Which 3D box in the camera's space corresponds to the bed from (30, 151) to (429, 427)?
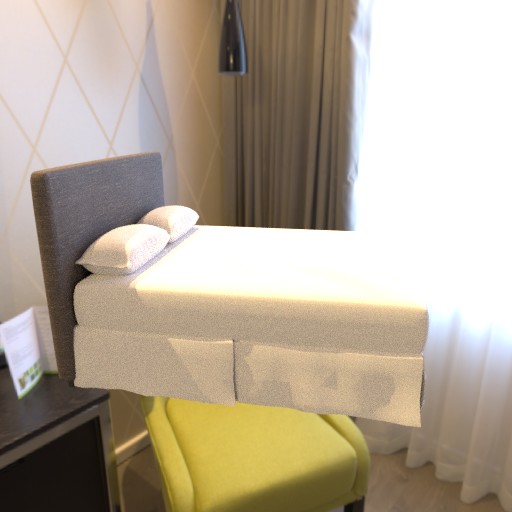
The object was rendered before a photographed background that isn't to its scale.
[{"bbox_3d":[0.000,0.000,3.111,2.142,1.330,1.723,3,17,9],"label":"bed"}]
